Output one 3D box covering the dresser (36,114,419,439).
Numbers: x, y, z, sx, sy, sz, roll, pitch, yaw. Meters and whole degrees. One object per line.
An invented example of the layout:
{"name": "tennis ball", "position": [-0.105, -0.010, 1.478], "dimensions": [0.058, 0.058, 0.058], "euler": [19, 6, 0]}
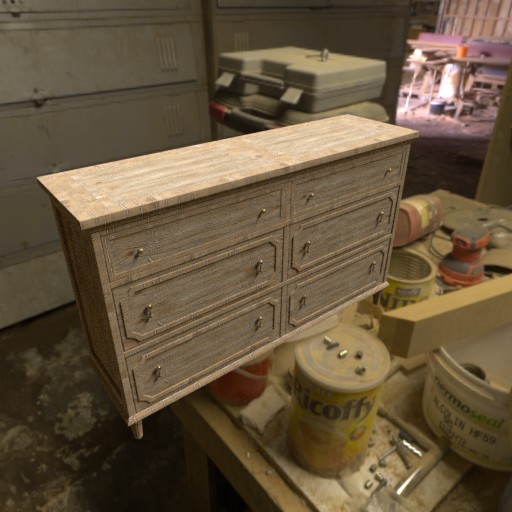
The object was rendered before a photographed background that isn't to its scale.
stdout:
{"name": "dresser", "position": [0.000, 0.000, 2.109], "dimensions": [1.626, 1.016, 0.457], "euler": [-21, 36, -32]}
